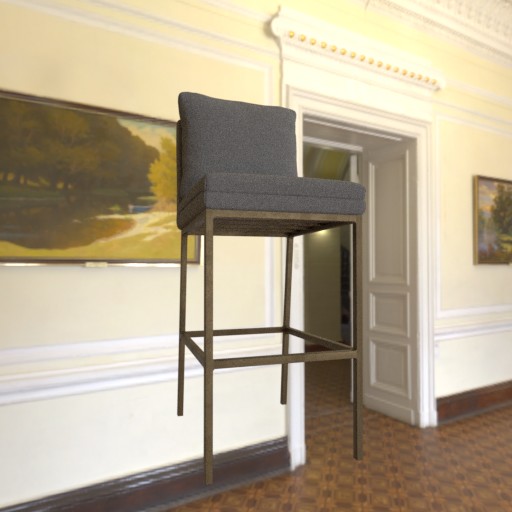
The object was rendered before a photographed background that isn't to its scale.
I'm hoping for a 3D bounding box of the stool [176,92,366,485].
[{"bbox_3d":[0.000,0.000,1.417,0.463,1.132,0.569,0,-1,-19],"label":"stool"}]
